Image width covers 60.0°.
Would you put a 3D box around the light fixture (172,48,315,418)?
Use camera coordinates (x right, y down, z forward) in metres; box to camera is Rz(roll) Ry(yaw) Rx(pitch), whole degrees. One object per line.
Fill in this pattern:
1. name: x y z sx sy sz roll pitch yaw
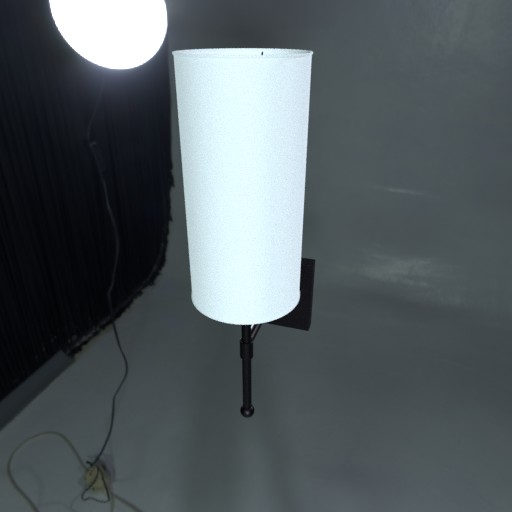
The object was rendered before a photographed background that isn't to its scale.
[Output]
1. light fixture: 0.000 0.000 0.546 0.128 0.462 0.208 8 29 15
